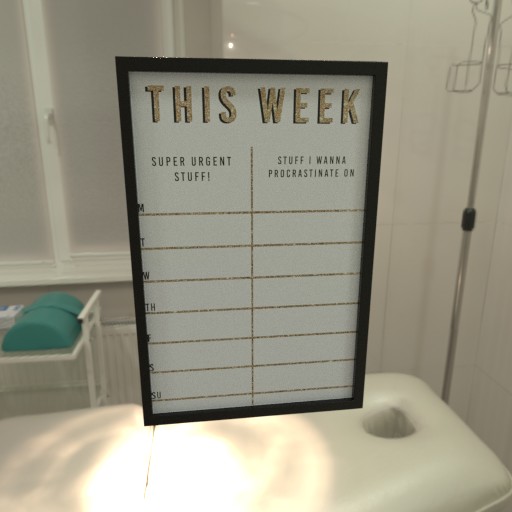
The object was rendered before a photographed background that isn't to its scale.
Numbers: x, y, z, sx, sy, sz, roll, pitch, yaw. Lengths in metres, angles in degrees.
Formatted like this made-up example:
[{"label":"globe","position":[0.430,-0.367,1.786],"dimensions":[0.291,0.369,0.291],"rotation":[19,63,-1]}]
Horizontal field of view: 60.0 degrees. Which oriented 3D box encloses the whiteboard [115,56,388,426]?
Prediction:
[{"label":"whiteboard","position":[0.000,0.000,0.746],"dimensions":[0.406,0.611,0.026],"rotation":[-2,16,-8]}]
